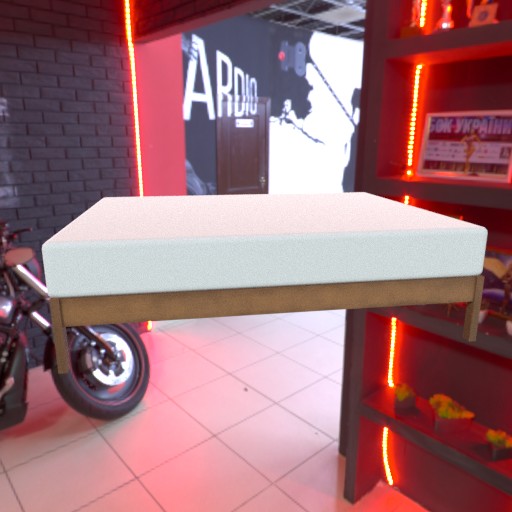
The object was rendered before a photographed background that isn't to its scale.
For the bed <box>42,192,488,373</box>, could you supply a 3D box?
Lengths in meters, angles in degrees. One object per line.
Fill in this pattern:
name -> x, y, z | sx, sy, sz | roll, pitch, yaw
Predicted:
bed -> 0.000, 0.000, 2.775 | 2.050, 0.593, 1.529 | -2, 15, -9
